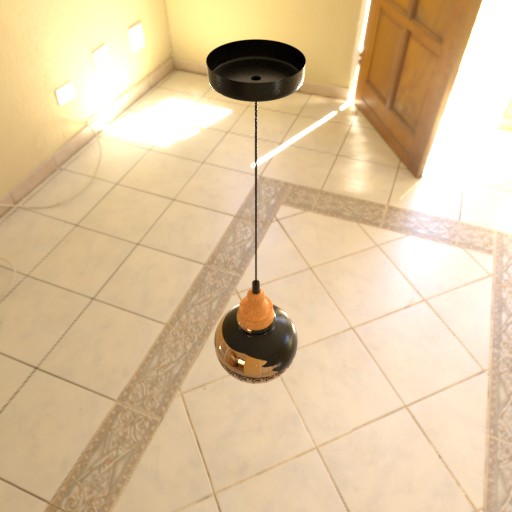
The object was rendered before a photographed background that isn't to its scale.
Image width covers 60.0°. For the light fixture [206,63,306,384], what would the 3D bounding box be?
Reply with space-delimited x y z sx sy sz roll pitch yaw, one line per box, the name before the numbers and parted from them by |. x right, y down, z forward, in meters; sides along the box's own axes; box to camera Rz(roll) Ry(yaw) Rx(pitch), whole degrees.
light fixture | 0.000 0.000 1.816 0.430 1.606 0.430 9 48 8
